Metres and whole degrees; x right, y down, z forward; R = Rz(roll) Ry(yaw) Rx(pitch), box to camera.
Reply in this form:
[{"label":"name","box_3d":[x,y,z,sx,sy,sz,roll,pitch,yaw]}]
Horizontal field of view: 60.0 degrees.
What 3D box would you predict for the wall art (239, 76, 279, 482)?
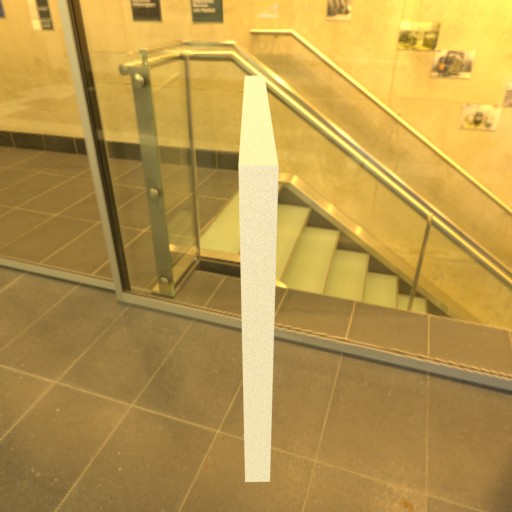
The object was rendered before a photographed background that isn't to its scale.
[{"label":"wall art","box_3d":[0.000,0.000,0.767,0.038,0.505,0.506,0,31,0]}]
